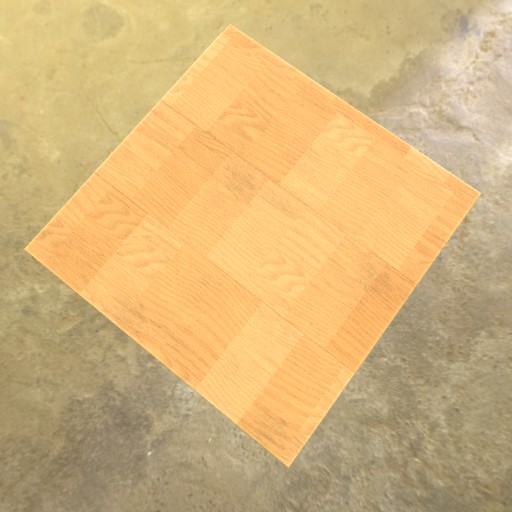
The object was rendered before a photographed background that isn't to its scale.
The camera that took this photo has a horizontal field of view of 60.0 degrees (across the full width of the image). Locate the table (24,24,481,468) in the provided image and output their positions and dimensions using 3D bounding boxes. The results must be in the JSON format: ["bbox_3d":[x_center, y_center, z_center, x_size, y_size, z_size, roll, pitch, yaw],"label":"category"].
[{"bbox_3d":[0.000,0.000,1.374,0.747,0.738,0.747,37,80,8],"label":"table"}]
